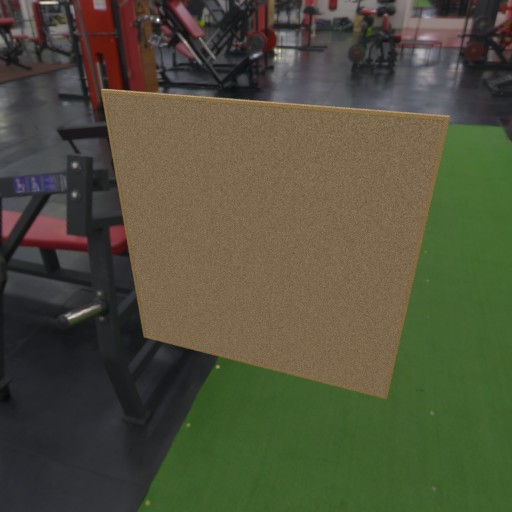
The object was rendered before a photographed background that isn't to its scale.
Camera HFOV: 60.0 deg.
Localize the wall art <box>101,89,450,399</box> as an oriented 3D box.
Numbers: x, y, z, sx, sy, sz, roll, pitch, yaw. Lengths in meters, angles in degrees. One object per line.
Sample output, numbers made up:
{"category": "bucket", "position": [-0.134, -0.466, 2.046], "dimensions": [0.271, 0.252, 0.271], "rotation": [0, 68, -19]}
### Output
{"category": "wall art", "position": [0.000, 0.000, 1.423], "dimensions": [0.962, 0.959, 0.013], "rotation": [10, 33, 16]}
